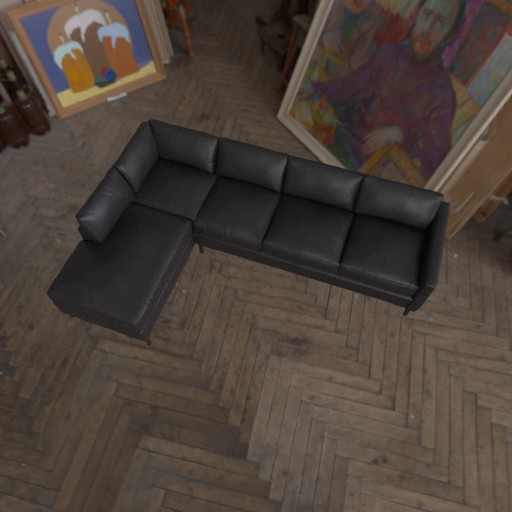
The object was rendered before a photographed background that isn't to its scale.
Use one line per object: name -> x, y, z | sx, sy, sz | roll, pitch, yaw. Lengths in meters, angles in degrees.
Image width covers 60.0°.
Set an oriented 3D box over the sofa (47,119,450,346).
sofa -> 0.000, 0.000, 3.872 | 2.984, 0.877, 1.938 | 17, 60, 10
